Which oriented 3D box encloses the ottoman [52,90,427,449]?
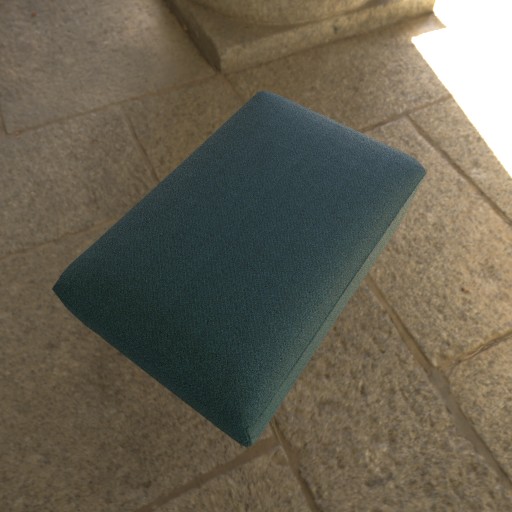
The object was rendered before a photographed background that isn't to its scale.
[{"bbox_3d":[0.000,0.000,1.231,0.563,0.498,0.856,31,63,18],"label":"ottoman"}]
